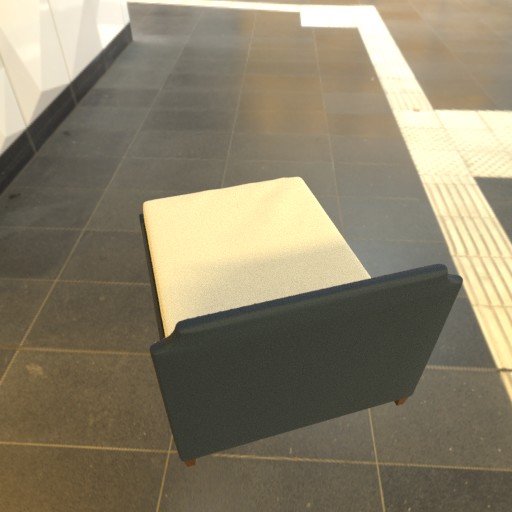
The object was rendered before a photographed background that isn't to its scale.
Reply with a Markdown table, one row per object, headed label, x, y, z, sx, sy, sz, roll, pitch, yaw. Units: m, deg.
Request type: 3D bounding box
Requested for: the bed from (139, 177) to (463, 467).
| label | x | y | z | sx | sy | sz | roll | pitch | yaw |
| --- | --- | --- | --- | --- | --- | --- | --- | --- | --- |
| bed | 0.000 | 0.000 | 3.465 | 1.712 | 1.443 | 2.372 | -11 | 43 | -12 |
